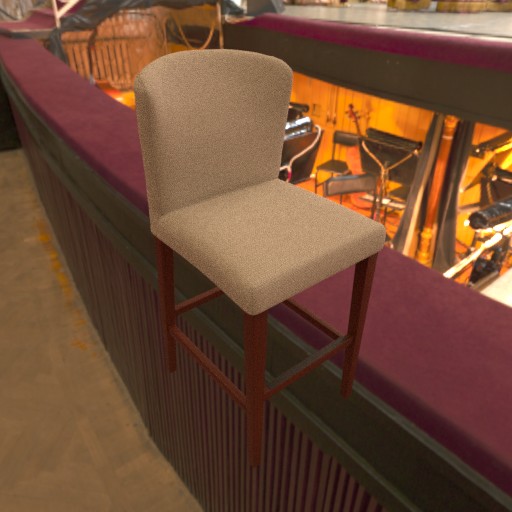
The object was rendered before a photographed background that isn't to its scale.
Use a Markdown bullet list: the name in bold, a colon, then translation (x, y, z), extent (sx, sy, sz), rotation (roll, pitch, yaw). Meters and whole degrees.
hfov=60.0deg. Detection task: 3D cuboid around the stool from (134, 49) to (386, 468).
- **stool**: translation (0.000, 0.000, 1.316), extent (0.481, 1.069, 0.568), rotation (-23, 39, -32)
